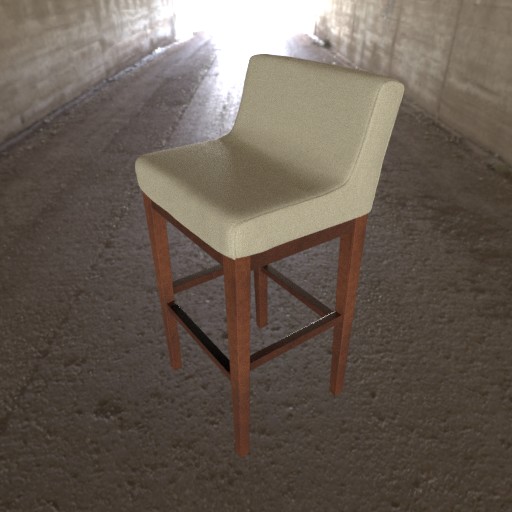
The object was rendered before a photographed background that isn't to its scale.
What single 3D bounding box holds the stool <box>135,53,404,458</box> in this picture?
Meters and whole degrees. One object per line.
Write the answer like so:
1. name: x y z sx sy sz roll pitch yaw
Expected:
1. stool: 0.000 0.000 1.322 0.500 1.037 0.511 -21 38 -30
